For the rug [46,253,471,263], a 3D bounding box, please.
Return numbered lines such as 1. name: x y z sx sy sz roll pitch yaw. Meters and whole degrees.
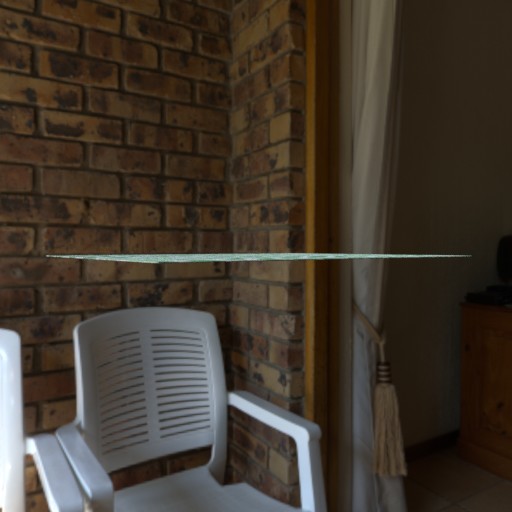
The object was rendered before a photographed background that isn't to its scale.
1. rug: 0.000 0.000 4.056 3.045 0.007 2.436 -1 1 -37
